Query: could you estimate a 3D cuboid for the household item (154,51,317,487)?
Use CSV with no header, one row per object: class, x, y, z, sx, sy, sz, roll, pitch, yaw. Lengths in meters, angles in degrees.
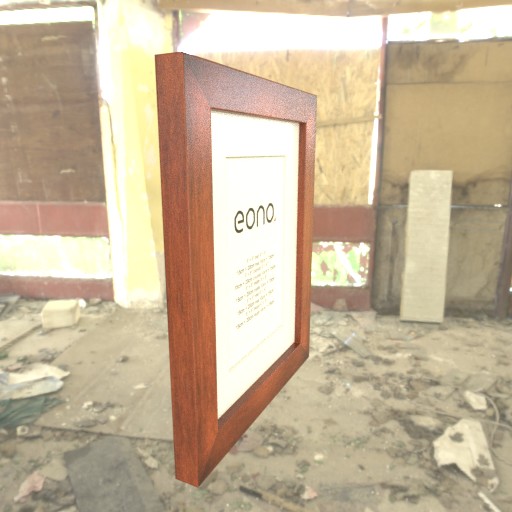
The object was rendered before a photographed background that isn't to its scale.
household item,0.000,0.000,0.337,0.020,0.250,0.200,7,15,26
